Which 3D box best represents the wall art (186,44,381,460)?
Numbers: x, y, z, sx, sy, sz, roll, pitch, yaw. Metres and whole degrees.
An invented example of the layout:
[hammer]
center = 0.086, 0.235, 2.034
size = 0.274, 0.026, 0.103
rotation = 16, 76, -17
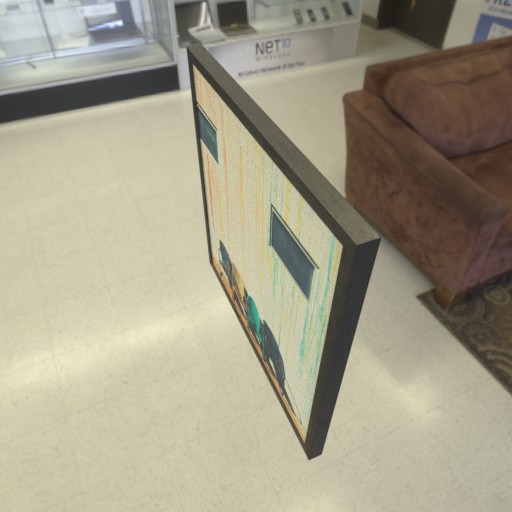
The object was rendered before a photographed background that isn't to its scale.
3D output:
[wall art]
center = 0.000, 0.000, 1.111
size = 0.039, 0.763, 0.763
rotation = -17, 48, -16
